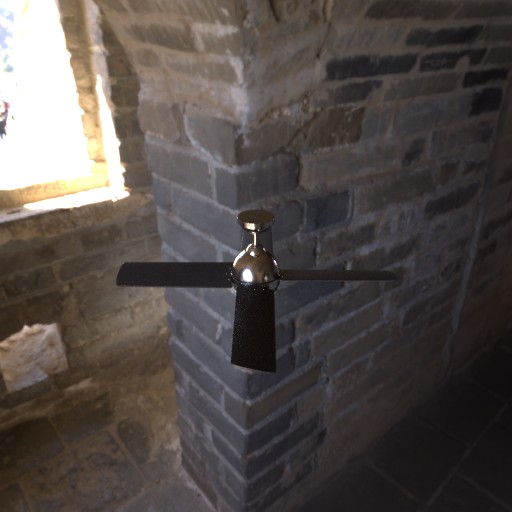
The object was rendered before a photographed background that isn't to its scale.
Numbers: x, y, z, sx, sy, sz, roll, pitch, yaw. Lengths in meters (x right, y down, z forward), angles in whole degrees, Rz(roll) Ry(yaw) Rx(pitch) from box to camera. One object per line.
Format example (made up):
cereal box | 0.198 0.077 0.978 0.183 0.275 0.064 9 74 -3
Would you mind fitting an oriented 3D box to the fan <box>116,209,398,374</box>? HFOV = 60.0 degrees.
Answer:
fan | 0.000 0.000 2.087 1.332 0.403 1.332 0 28 1
